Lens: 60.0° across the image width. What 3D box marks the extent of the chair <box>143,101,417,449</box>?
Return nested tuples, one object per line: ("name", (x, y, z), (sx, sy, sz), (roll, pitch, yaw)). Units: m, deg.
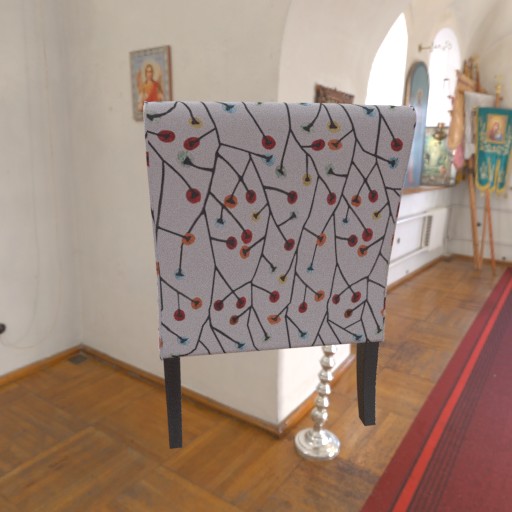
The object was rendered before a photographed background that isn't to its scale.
("chair", (0.000, 0.000, 1.332), (0.597, 0.813, 0.732), (-2, 14, -10))
